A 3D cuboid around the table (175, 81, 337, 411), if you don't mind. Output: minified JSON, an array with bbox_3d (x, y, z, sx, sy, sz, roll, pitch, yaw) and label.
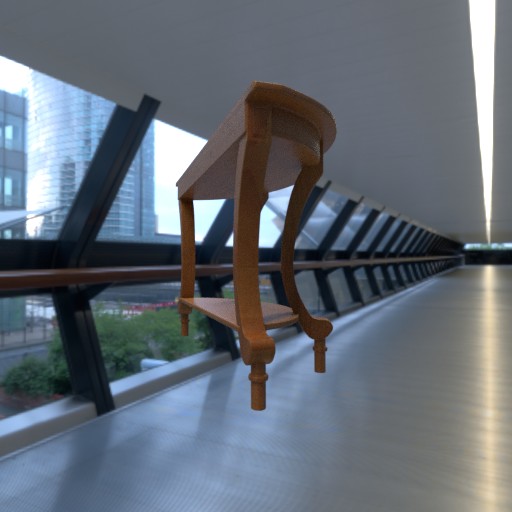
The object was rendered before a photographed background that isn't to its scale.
[{"bbox_3d":[0.000,0.000,1.528,0.394,0.692,1.198,0,-1,-18],"label":"table"}]
